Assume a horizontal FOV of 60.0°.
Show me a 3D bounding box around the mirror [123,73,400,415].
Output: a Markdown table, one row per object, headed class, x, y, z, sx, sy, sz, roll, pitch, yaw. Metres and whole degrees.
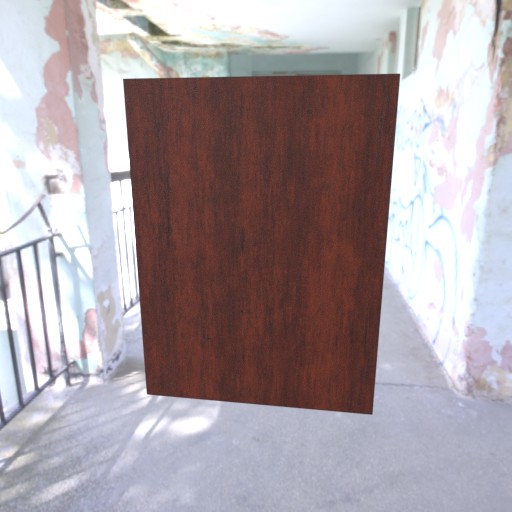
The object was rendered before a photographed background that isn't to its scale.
| class | x | y | z | sx | sy | sz | roll | pitch | yaw |
| --- | --- | --- | --- | --- | --- | --- | --- | --- | --- |
| mirror | 0.000 | 0.000 | 1.068 | 0.600 | 0.805 | 0.021 | 2 | 16 | 8 |
